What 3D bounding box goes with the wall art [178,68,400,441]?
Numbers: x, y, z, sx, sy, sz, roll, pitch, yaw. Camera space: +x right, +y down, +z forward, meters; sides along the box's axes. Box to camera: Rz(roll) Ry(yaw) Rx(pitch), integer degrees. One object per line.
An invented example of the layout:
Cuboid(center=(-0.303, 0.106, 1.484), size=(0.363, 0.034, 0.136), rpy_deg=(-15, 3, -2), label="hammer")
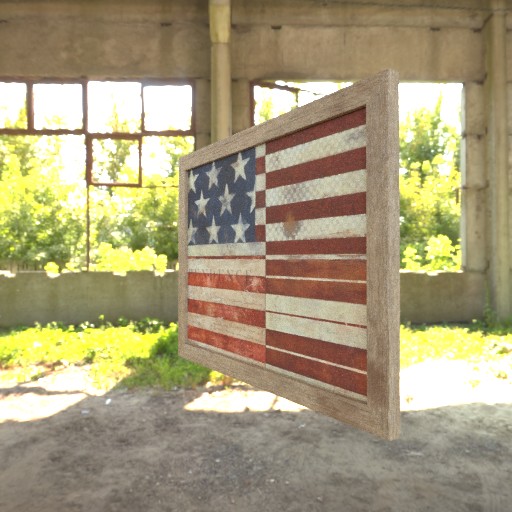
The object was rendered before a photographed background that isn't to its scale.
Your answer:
Cuboid(center=(0.000, 0.000, 0.923), size=(0.026, 0.535, 0.690), rpy_deg=(0, -1, -35), label="wall art")
